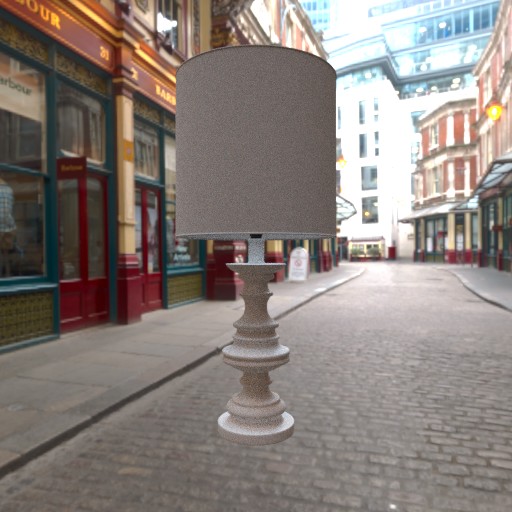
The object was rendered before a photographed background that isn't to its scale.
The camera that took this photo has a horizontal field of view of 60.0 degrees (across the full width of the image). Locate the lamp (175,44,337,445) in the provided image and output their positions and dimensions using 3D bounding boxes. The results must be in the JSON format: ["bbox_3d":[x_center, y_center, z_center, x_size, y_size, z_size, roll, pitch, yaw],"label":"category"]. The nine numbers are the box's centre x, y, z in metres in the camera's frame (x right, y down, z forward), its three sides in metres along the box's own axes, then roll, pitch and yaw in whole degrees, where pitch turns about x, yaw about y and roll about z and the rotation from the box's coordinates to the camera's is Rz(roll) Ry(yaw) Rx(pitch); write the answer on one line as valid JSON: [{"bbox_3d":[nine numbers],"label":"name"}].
[{"bbox_3d":[0.000,0.000,0.581,0.208,0.455,0.208,0,0,17],"label":"lamp"}]
